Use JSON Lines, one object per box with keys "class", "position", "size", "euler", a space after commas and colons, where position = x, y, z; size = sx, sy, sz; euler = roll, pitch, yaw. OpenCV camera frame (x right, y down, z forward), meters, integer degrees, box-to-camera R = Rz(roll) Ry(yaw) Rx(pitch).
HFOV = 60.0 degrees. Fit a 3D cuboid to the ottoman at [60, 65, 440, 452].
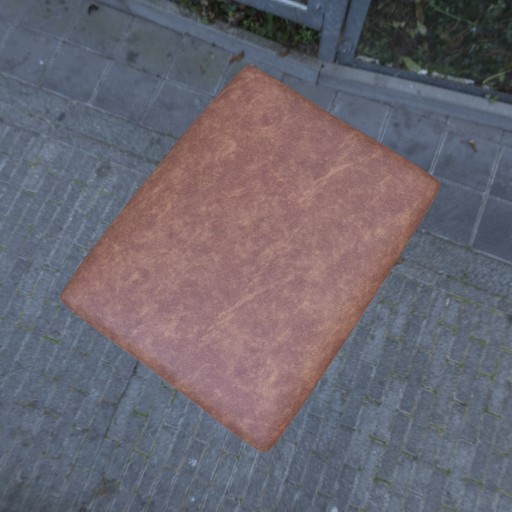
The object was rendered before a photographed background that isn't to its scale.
{"class": "ottoman", "position": [0.000, 0.000, 1.176], "size": [0.586, 0.486, 0.742], "euler": [34, 79, 8]}
